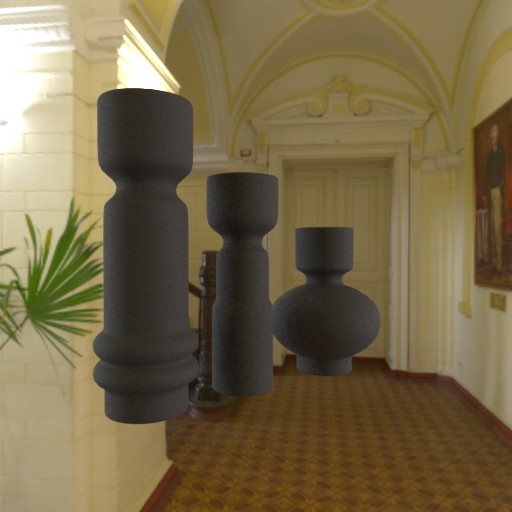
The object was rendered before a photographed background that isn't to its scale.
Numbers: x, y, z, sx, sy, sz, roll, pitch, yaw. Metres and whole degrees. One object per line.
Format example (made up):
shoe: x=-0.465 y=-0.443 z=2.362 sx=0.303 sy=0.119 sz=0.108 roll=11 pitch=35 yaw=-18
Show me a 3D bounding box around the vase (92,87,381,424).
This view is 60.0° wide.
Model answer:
vase: x=0.000 y=0.000 z=0.428 sx=0.307 sy=0.249 sz=0.120 roll=-1 pitch=1 yaw=-37
